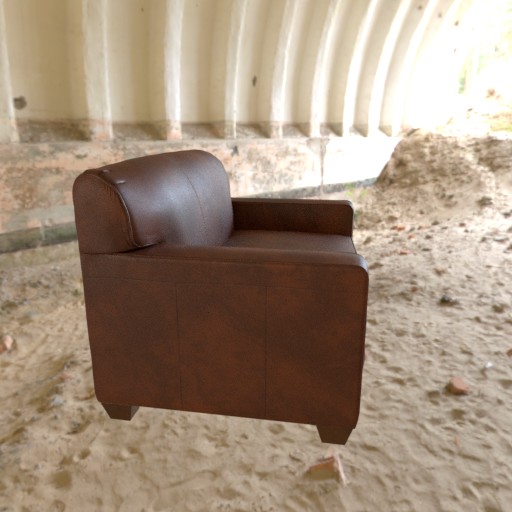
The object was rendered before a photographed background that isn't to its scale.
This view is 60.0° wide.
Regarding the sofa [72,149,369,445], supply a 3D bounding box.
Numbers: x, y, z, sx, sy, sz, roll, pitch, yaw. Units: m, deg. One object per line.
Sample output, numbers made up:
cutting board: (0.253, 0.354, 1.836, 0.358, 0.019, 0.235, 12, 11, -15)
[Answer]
sofa: (0.000, 0.000, 2.092, 1.000, 0.956, 1.413, 3, 16, 9)
